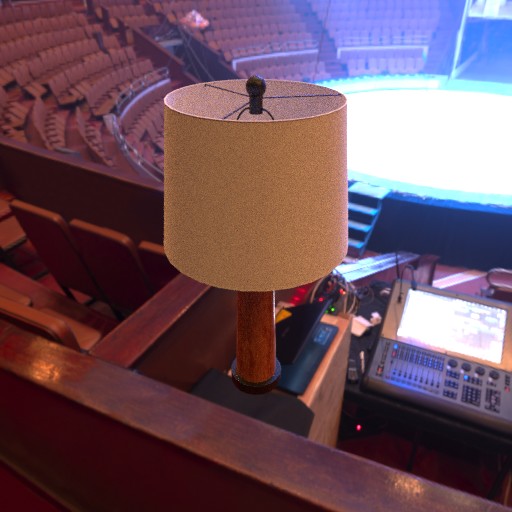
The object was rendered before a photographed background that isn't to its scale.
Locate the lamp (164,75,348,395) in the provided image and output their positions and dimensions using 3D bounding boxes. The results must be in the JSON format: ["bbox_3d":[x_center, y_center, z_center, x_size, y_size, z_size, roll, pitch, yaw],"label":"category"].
[{"bbox_3d":[0.000,0.000,0.871,0.349,0.667,0.349,0,32,0],"label":"lamp"}]
